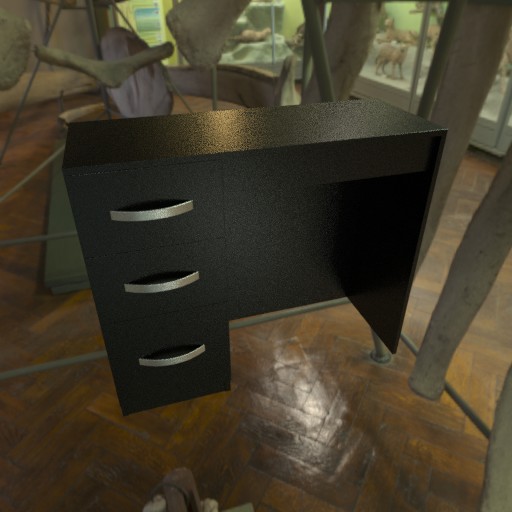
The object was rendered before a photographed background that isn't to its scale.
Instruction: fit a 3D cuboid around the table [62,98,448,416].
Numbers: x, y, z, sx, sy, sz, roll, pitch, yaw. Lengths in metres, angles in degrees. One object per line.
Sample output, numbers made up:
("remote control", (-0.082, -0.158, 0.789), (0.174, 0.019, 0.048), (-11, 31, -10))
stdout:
("table", (0.000, 0.000, 1.360), (0.930, 0.790, 0.380), (-10, 33, -15))
